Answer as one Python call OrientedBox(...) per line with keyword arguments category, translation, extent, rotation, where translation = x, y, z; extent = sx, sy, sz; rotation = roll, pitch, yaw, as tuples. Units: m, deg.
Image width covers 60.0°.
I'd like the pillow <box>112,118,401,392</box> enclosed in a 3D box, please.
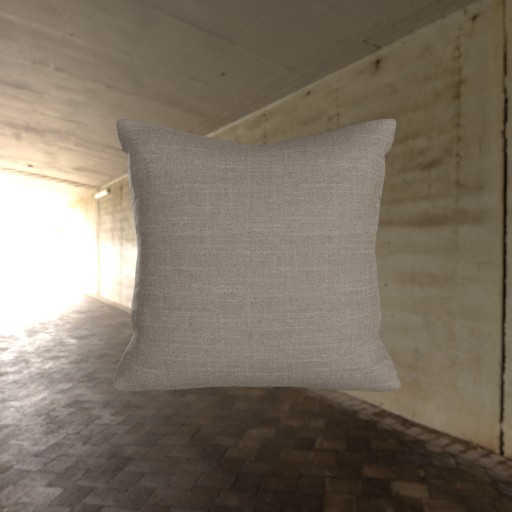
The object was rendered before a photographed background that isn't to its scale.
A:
OrientedBox(category="pillow", translation=(0.000, 0.000, 0.654), extent=(0.424, 0.400, 0.169), rotation=(0, 1, 0))
